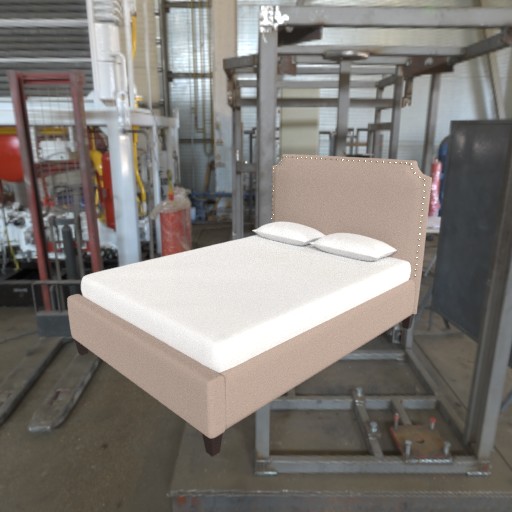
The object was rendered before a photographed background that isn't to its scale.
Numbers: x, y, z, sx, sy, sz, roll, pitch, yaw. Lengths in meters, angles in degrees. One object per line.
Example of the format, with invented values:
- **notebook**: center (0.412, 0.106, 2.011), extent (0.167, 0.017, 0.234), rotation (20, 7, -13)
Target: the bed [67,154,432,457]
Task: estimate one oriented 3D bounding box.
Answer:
- **bed**: center (0.000, 0.000, 3.504), extent (1.713, 1.443, 2.372), rotation (15, 22, 43)
